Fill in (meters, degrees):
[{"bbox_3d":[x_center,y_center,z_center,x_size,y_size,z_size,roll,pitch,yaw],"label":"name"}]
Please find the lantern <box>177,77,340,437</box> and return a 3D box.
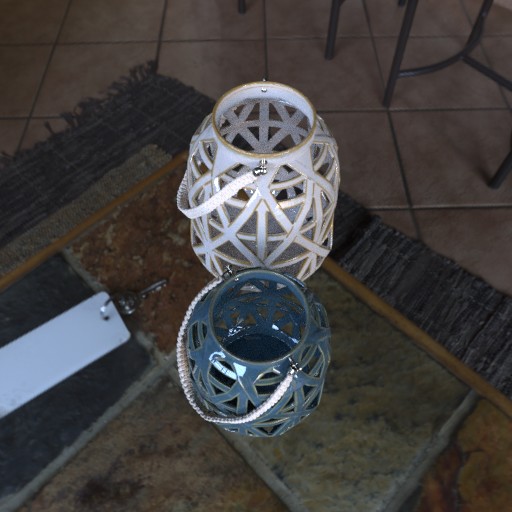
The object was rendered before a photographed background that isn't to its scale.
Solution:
[{"bbox_3d":[0.000,0.000,0.608,0.245,0.307,0.439,1,60,1],"label":"lantern"}]
